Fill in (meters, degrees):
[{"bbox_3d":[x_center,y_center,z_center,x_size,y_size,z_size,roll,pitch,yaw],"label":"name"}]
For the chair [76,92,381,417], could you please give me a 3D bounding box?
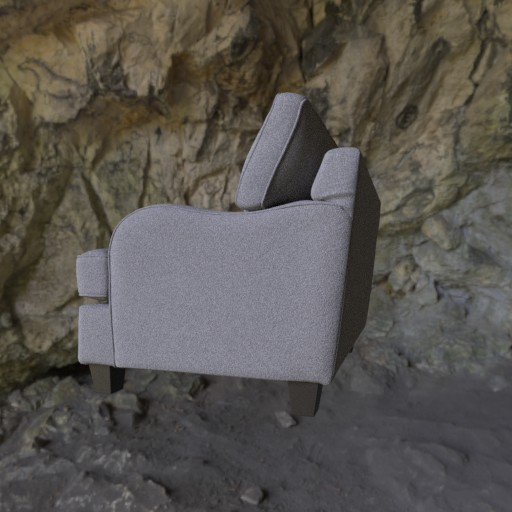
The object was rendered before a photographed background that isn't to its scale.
[{"bbox_3d":[0.000,0.000,2.011,1.040,1.016,1.220,0,-1,19],"label":"chair"}]
